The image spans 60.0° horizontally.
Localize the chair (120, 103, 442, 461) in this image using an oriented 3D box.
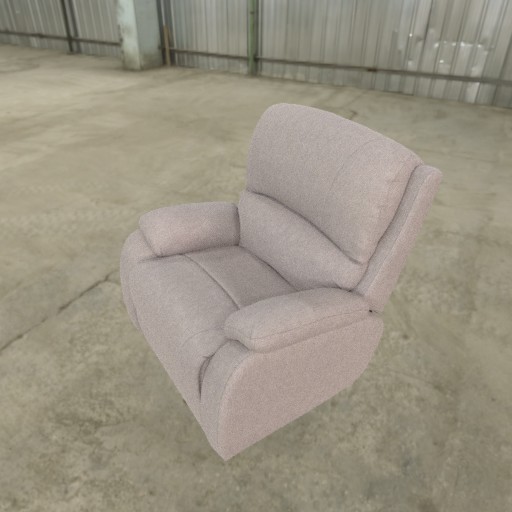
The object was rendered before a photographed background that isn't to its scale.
[{"bbox_3d":[0.000,0.000,1.743,0.899,1.011,0.930,-20,39,-27],"label":"chair"}]
